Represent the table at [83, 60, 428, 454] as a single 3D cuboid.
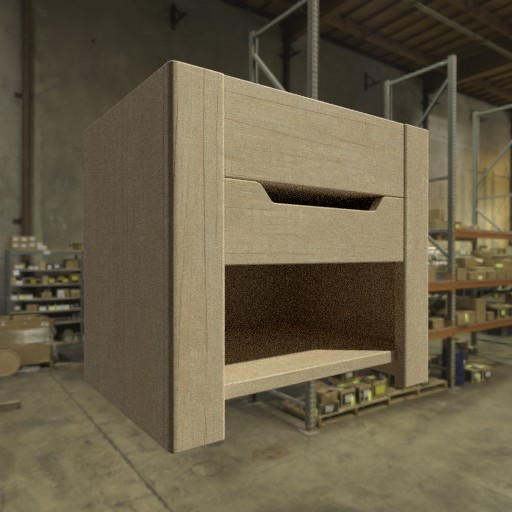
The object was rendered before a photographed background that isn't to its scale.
[{"bbox_3d":[0.000,0.000,0.905,0.570,0.510,0.420,0,0,-36],"label":"table"}]
